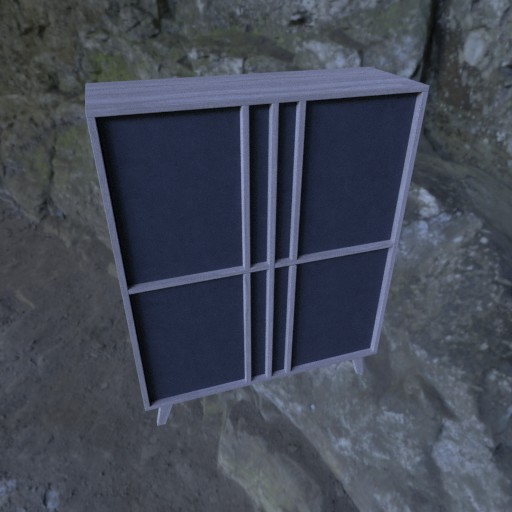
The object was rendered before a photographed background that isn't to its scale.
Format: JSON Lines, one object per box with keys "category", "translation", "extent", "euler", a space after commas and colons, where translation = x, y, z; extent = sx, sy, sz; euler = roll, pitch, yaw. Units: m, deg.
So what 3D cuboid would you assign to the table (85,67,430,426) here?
{"category": "table", "translation": [0.000, 0.000, 1.887], "extent": [1.111, 1.388, 0.398], "euler": [-10, 33, -15]}
